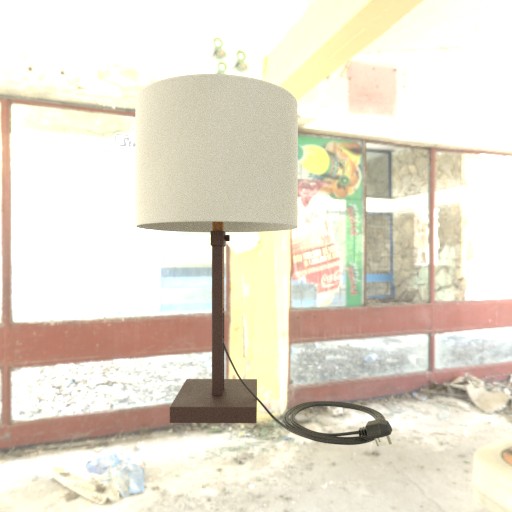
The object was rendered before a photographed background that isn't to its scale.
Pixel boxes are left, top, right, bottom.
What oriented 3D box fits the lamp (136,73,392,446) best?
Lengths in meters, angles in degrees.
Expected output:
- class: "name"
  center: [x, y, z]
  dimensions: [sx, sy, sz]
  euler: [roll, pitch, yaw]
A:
- class: "lamp"
  center: [0.000, 0.000, 0.967]
  dimensions: [0.525, 0.668, 0.396]
  euler: [0, 0, 0]
